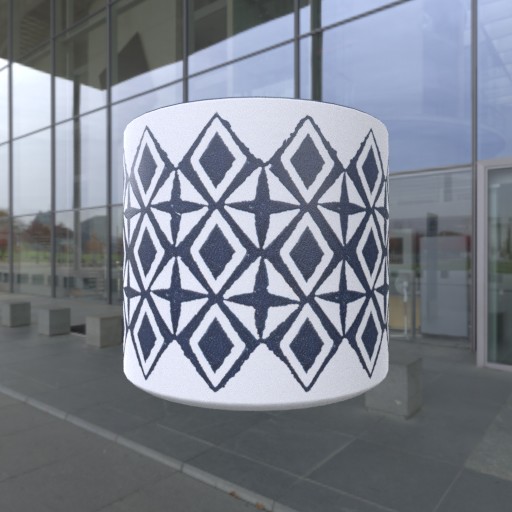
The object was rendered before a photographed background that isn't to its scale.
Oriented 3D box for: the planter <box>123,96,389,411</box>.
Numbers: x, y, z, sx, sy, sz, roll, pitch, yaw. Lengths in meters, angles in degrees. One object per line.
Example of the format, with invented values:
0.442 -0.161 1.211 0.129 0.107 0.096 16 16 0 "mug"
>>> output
0.000 0.000 0.390 0.224 0.203 0.224 0 0 0 "planter"
